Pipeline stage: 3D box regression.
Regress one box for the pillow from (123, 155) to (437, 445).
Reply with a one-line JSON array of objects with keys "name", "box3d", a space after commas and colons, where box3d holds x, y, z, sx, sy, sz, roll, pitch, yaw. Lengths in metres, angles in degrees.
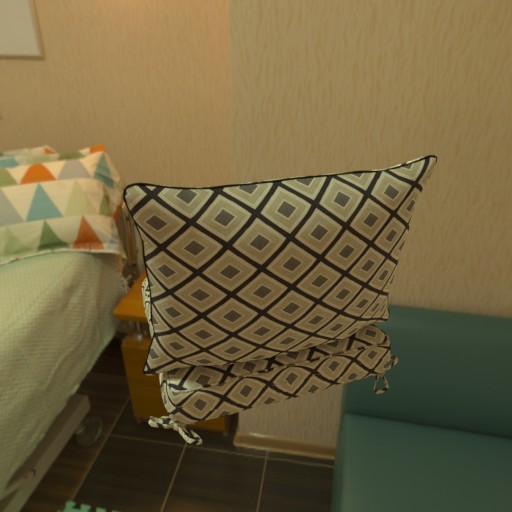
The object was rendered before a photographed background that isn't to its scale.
[{"name": "pillow", "box3d": [0.000, 0.000, 1.391, 0.798, 0.722, 0.733, -9, 29, -17]}]
